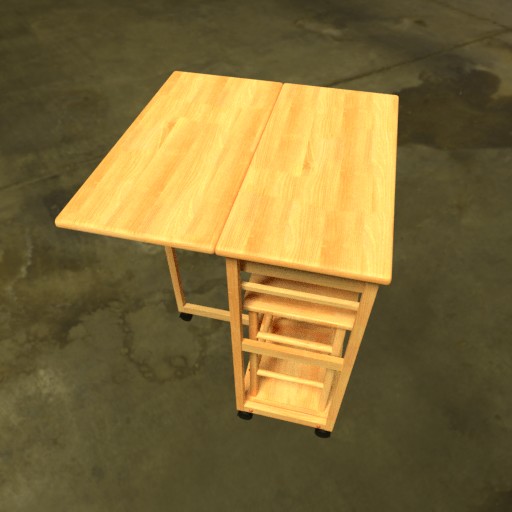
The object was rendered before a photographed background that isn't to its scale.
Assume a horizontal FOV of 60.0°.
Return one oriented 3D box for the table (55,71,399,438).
[{"bbox_3d":[0.000,0.000,1.422,0.693,0.832,0.752,10,48,9],"label":"table"}]
